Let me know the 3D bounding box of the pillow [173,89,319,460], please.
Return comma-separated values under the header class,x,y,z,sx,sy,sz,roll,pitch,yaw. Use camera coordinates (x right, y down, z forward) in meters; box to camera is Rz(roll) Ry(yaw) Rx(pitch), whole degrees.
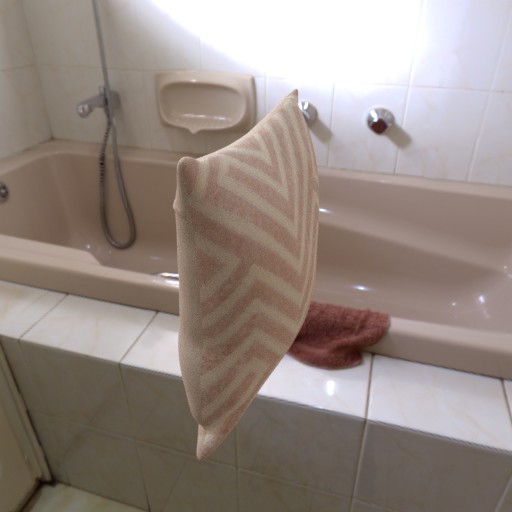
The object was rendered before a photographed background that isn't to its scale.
class,x,y,z,sx,sy,sz,roll,pitch,yaw
pillow,0.000,0.000,0.695,0.182,0.441,0.440,10,32,16
